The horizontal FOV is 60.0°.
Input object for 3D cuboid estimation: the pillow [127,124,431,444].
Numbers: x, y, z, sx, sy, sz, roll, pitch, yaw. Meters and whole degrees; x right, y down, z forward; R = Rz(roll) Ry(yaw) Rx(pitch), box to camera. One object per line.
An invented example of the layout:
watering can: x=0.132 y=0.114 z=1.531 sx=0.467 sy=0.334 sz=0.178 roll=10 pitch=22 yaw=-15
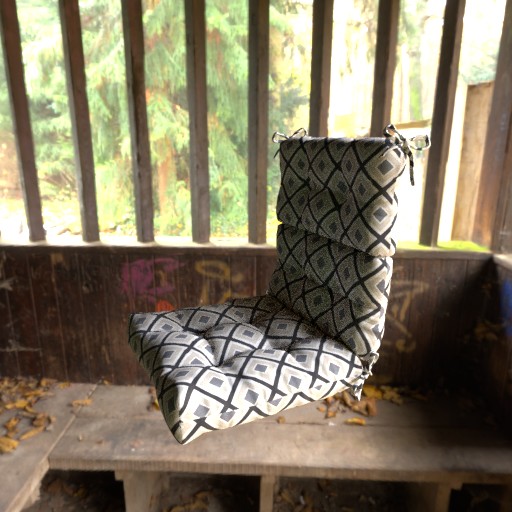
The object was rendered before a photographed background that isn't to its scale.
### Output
pillow: x=0.000 y=0.000 z=1.064 sx=0.571 sy=0.605 sz=0.519 roll=-7 pitch=17 yaw=-25
